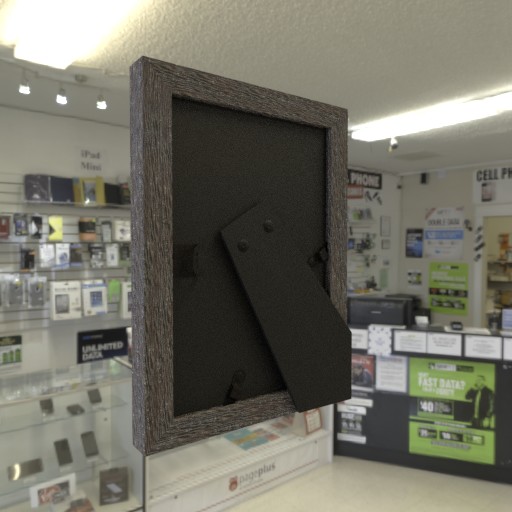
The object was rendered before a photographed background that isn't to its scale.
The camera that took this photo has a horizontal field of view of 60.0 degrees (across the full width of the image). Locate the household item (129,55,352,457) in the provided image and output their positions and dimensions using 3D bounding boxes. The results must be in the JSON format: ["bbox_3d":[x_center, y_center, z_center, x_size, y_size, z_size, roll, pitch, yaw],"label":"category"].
[{"bbox_3d":[0.000,0.000,0.242,0.133,0.180,0.020,-1,2,-36],"label":"household item"}]
